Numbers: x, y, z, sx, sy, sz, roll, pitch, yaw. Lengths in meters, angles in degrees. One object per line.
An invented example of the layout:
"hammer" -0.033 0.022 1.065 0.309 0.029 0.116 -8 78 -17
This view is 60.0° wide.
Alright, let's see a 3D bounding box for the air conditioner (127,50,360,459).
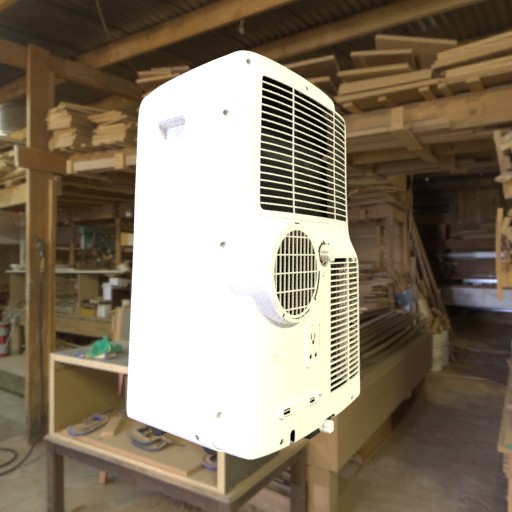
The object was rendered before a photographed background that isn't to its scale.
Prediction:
"air conditioner" 0.000 0.000 0.941 0.365 0.700 0.454 0 0 35
